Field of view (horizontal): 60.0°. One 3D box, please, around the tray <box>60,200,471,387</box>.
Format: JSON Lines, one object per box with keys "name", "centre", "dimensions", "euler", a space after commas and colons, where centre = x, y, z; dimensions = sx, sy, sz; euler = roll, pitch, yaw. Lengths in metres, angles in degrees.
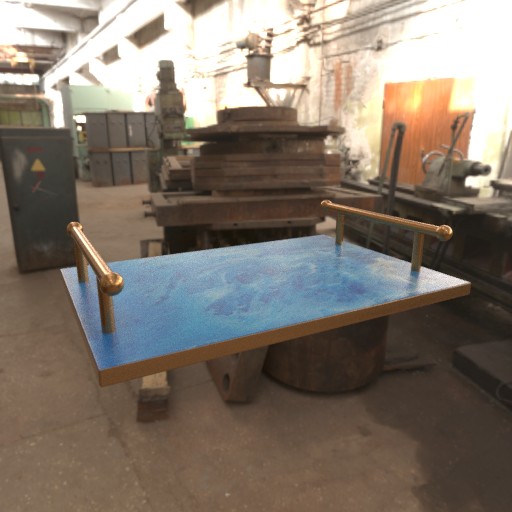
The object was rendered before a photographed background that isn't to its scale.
{"name": "tray", "centre": [0.000, 0.000, 0.569], "dimensions": [0.444, 0.084, 0.304], "euler": [-8, 18, -27]}
